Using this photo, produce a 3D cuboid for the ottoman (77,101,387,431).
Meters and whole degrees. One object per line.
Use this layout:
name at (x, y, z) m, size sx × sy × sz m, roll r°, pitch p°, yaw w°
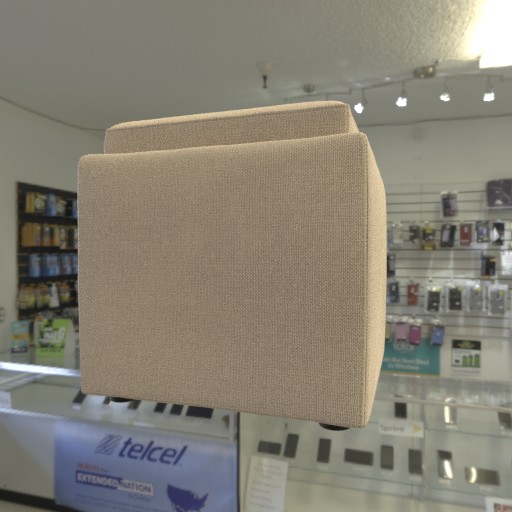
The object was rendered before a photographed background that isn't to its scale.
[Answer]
ottoman at (0.000, 0.000, 0.820) m, size 0.451 × 0.460 × 0.450 m, roll 0°, pitch 1°, yaw 19°
